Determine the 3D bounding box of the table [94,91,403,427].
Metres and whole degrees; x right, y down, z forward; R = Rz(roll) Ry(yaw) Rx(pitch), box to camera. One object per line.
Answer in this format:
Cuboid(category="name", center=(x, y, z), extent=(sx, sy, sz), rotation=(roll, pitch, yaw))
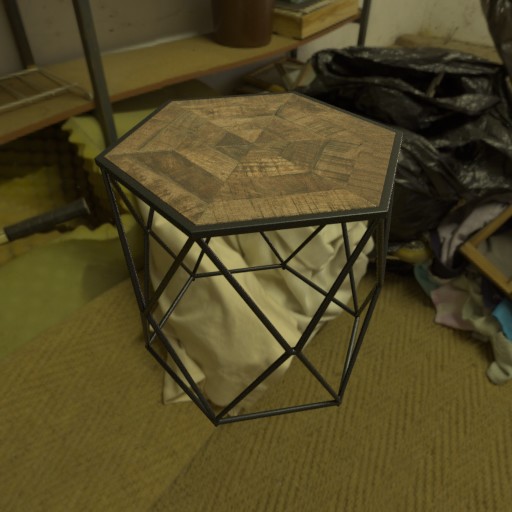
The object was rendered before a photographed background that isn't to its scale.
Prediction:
Cuboid(category="table", center=(0.000, 0.000, 1.028), extent=(0.579, 0.564, 0.578), rotation=(12, 42, 14))
